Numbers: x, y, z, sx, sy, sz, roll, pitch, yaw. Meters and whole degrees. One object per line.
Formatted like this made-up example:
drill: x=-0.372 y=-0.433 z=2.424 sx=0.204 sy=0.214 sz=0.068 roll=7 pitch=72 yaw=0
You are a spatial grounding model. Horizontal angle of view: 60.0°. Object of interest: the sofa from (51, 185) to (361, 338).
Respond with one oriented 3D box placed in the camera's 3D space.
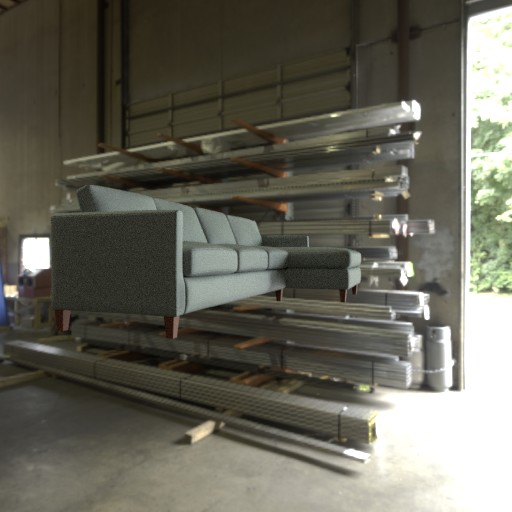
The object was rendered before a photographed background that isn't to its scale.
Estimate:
sofa: x=0.000 y=0.000 z=4.162 sx=1.604 sy=0.950 sz=3.471 roll=0 pitch=0 yaw=19
